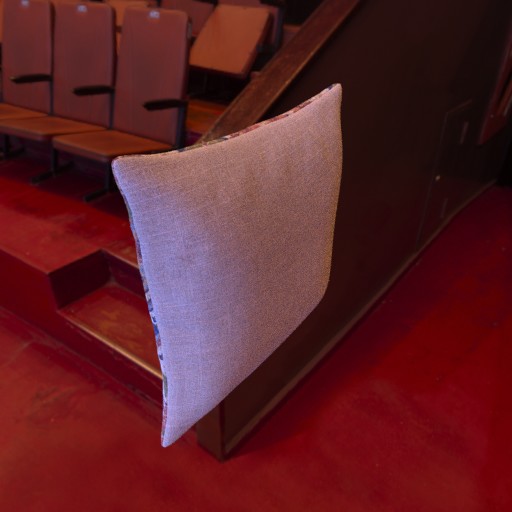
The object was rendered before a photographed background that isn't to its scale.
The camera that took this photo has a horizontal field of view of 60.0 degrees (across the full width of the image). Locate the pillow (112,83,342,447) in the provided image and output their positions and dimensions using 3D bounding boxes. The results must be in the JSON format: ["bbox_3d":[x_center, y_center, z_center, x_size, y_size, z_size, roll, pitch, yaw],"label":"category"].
[{"bbox_3d":[0.000,0.000,0.783,0.166,0.506,0.523,21,38,30],"label":"pillow"}]
